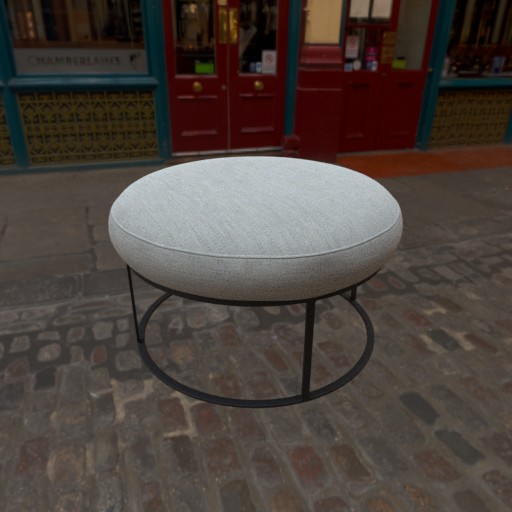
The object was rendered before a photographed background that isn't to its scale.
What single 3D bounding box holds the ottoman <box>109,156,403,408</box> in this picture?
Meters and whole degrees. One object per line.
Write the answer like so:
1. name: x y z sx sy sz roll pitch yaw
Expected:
1. ottoman: 0.000 0.000 1.261 0.769 0.459 0.769 0 25 0
